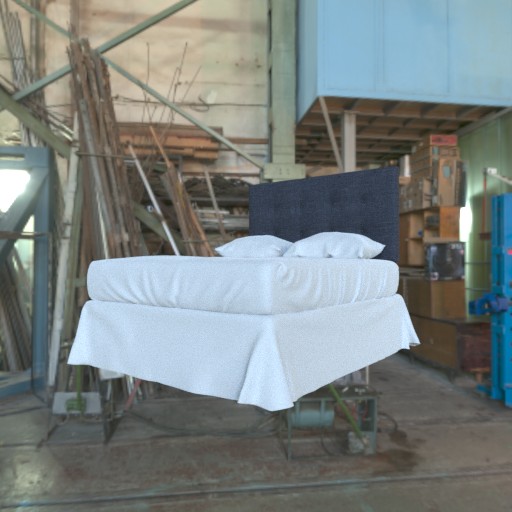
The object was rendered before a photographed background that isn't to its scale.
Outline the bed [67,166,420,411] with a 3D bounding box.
[{"bbox_3d":[0.000,0.000,3.541,1.936,1.577,2.222,-1,-1,37],"label":"bed"}]
